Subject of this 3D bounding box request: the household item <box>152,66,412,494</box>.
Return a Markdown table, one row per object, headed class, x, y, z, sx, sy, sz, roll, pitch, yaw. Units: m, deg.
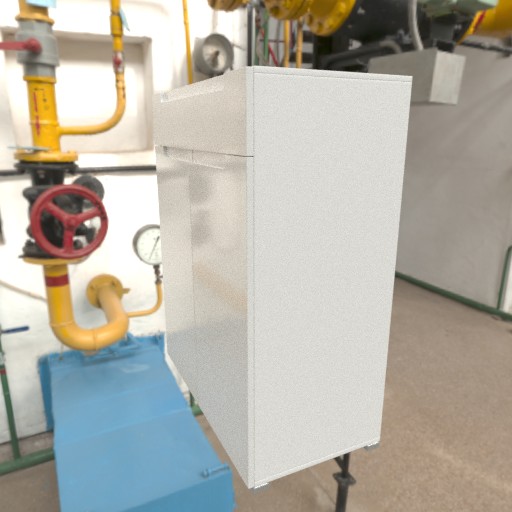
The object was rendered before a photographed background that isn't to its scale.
| class | x | y | z | sx | sy | sz | roll | pitch | yaw |
| --- | --- | --- | --- | --- | --- | --- | --- | --- | --- |
| household item | 0.000 | 0.000 | 1.412 | 0.420 | 1.010 | 0.790 | -7 | 17 | -25 |
